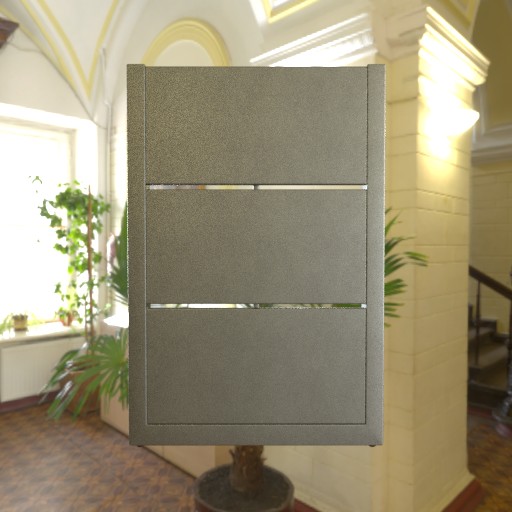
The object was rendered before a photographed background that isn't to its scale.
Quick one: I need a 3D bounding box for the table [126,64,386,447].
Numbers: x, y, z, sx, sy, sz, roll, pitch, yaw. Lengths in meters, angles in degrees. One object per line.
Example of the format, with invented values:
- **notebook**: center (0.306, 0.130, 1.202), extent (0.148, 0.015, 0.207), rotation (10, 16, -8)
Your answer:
- **table**: center (0.000, 0.000, 0.907), extent (0.405, 0.609, 0.420), rotation (0, 1, 0)
